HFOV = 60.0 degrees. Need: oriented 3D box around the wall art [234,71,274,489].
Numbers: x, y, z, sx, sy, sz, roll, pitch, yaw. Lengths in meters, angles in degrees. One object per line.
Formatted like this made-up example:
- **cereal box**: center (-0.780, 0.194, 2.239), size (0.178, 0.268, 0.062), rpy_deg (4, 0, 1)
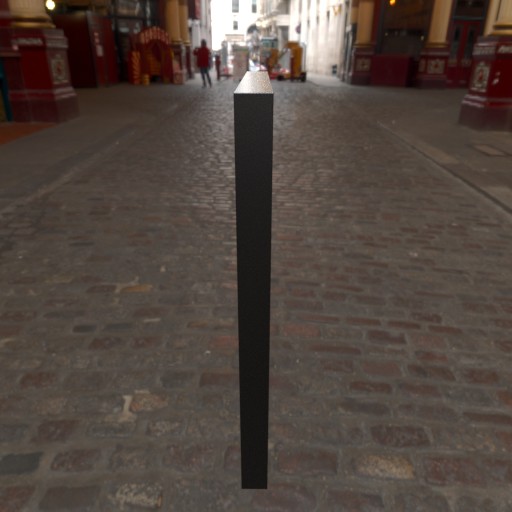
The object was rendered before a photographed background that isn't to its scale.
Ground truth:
- **wall art**: center (0.000, 0.000, 0.740), size (0.038, 0.551, 0.448), rpy_deg (0, 25, 1)
